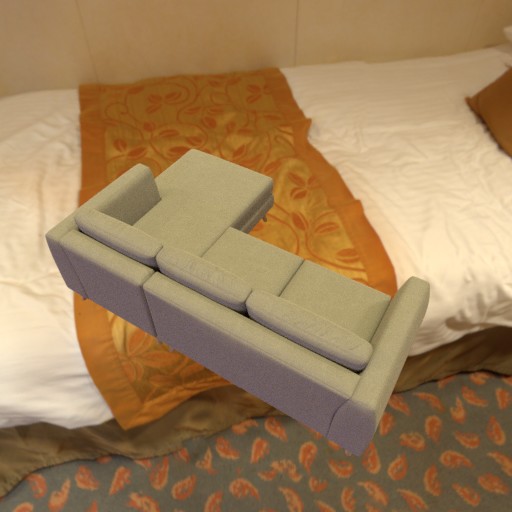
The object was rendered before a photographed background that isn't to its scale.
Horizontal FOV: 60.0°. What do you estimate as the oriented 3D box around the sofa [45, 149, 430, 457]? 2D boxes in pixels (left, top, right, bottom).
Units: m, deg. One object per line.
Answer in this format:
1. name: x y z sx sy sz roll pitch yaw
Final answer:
1. sofa: 0.000 0.000 3.076 2.300 0.860 1.580 24 52 20
